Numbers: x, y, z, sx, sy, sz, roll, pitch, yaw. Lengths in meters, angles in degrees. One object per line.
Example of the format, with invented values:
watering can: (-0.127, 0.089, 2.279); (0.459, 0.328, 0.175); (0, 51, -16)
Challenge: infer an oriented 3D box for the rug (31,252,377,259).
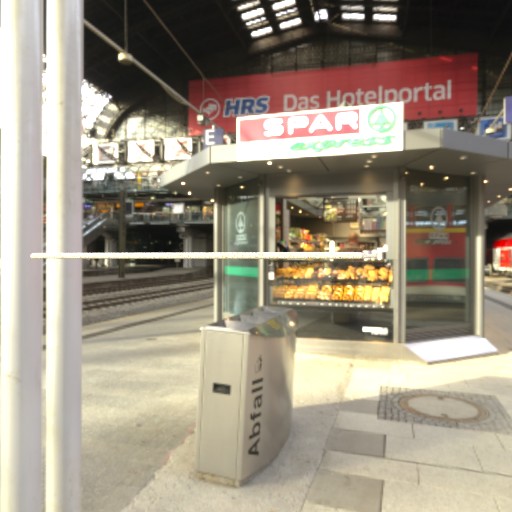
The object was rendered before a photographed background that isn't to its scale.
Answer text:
rug: (0.000, 0.000, 3.479); (1.778, 0.030, 2.743); (0, 0, 16)
